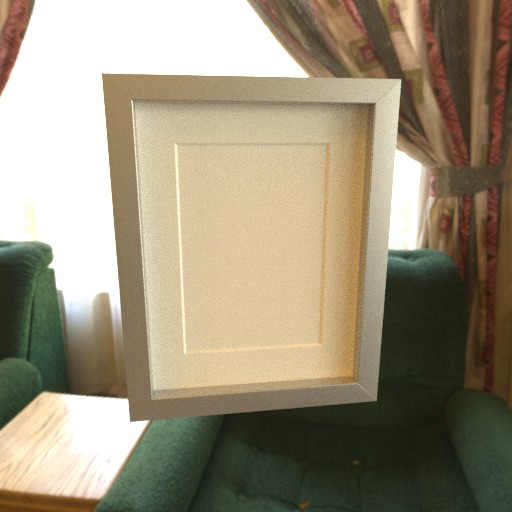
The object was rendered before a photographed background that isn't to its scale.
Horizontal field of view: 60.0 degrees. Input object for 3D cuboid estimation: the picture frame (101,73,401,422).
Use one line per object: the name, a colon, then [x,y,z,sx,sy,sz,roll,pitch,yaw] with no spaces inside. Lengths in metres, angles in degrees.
picture frame: [0.000,0.000,0.515,0.307,0.386,0.036,-2,15,-8]
